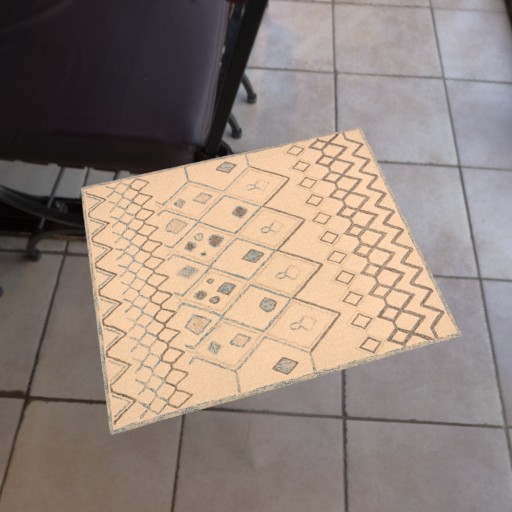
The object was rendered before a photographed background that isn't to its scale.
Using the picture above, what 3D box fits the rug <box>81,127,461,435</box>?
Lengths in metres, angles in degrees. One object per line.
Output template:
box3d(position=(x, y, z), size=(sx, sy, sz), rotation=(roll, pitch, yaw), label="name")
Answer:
box3d(position=(0.000, 0.000, 4.199), size=(3.056, 0.013, 2.441), rotation=(-14, 65, -7), label="rug")
